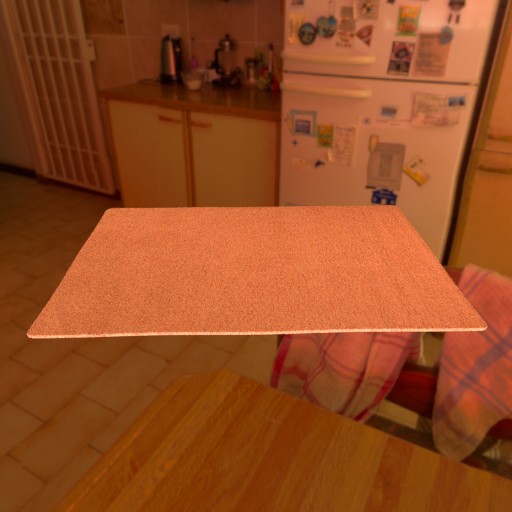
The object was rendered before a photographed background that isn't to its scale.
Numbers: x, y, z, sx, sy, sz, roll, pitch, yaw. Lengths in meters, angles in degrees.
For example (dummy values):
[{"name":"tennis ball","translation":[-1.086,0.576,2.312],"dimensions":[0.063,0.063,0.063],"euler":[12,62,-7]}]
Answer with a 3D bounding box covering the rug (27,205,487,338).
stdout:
[{"name":"rug","translation":[0.000,0.000,3.355],"dimensions":[2.700,0.024,1.801],"euler":[-1,30,-1]}]
